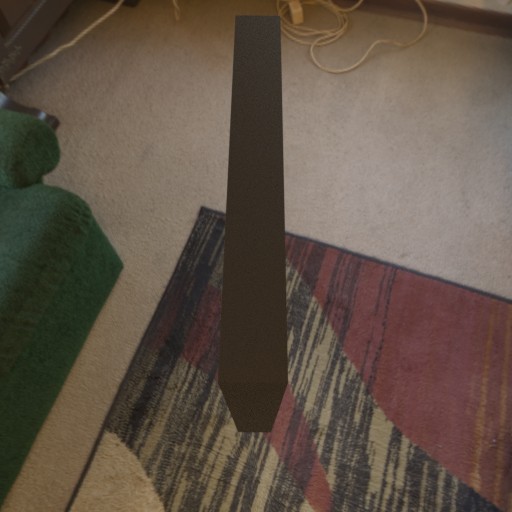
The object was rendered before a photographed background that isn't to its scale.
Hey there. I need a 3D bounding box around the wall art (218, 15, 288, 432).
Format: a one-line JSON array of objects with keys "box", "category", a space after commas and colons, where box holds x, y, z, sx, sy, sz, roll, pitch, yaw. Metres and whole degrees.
[{"box": [0.000, 0.000, 0.444, 0.038, 0.304, 0.304, 1, 64, 0], "category": "wall art"}]
